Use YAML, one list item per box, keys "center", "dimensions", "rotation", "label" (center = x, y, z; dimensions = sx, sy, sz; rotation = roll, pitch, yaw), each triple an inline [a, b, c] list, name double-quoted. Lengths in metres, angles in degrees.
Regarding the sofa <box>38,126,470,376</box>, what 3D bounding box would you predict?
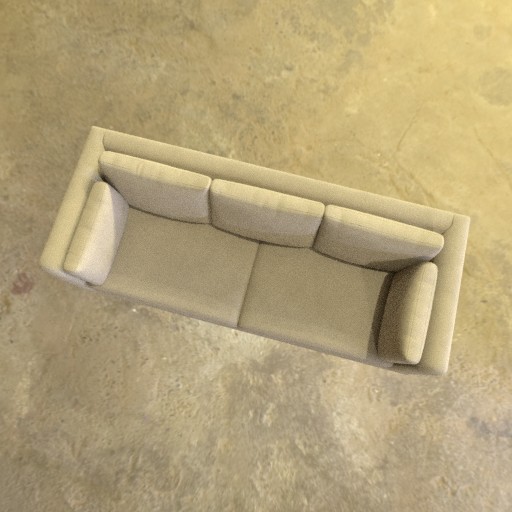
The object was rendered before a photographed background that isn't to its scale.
- center: [0.000, 0.000, 2.919]
  dimensions: [2.415, 0.867, 0.969]
  rotation: [14, 76, 4]
  label: "sofa"
